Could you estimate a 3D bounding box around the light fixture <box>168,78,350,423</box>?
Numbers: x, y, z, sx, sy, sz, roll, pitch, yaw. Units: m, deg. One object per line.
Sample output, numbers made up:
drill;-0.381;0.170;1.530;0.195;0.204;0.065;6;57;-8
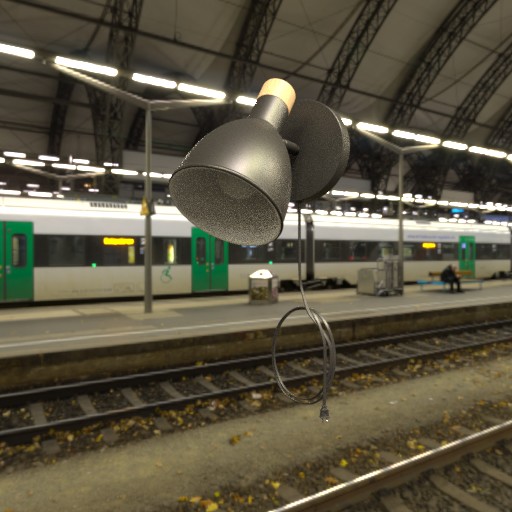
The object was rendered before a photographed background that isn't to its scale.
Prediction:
light fixture;0.000;0.000;0.482;0.127;0.401;0.203;0;0;37
